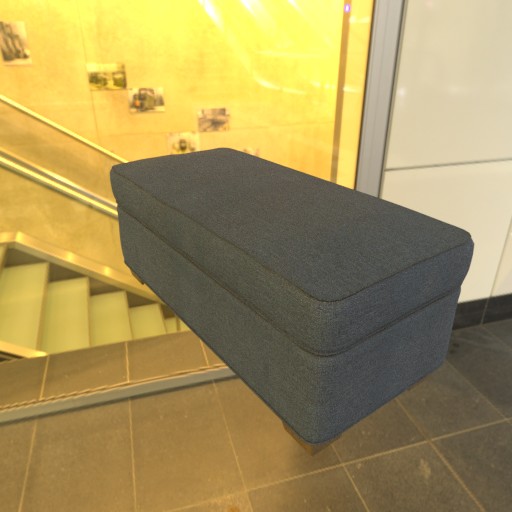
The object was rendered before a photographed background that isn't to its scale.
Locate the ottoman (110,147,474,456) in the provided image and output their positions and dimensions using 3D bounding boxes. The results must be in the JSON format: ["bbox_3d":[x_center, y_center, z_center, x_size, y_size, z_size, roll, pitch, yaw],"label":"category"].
[{"bbox_3d":[0.000,0.000,1.379,0.515,0.460,1.110,-18,32,-32],"label":"ottoman"}]
